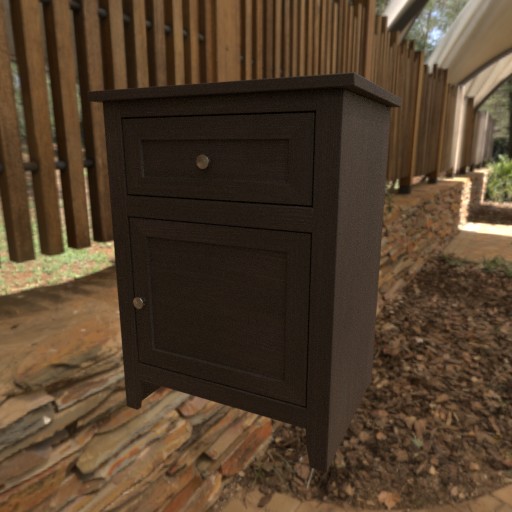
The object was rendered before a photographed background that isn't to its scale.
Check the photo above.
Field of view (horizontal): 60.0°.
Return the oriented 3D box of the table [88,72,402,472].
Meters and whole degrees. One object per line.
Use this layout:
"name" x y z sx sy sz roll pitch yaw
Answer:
"table" 0.000 0.000 0.927 0.480 0.635 0.381 7 16 26
